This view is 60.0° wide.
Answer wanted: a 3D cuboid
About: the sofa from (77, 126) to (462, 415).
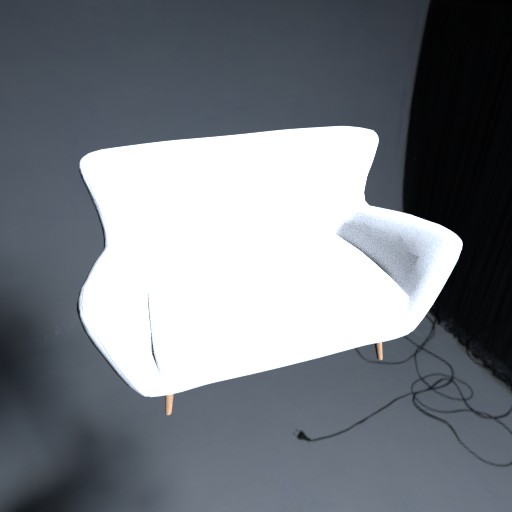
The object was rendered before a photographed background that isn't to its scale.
[{"bbox_3d":[0.000,0.000,1.952,1.424,0.878,0.921,-10,33,-15],"label":"sofa"}]
